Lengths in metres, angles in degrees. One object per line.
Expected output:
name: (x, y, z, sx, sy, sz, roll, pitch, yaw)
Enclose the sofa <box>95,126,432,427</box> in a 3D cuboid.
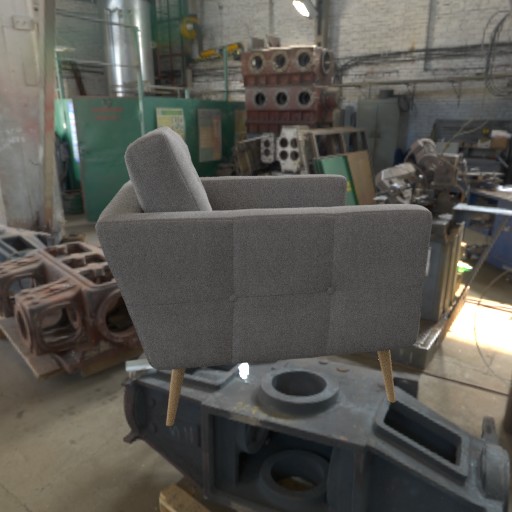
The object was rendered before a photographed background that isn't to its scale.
sofa: (0.000, 0.000, 1.546, 0.920, 0.860, 0.770, -3, 18, -9)
